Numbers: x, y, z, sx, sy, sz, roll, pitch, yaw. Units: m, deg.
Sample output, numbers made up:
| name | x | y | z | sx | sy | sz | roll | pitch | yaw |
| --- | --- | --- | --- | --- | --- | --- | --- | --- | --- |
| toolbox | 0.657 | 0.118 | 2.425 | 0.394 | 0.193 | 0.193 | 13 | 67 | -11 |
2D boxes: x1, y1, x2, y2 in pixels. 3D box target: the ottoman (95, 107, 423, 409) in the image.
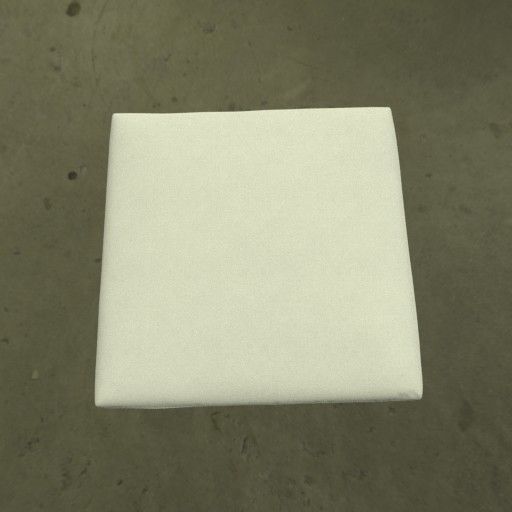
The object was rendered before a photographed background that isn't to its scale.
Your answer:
| name | x | y | z | sx | sy | sz | roll | pitch | yaw |
| --- | --- | --- | --- | --- | --- | --- | --- | --- | --- |
| ottoman | 0.000 | 0.000 | 1.812 | 1.163 | 0.482 | 1.167 | -1 | 76 | 0 |
